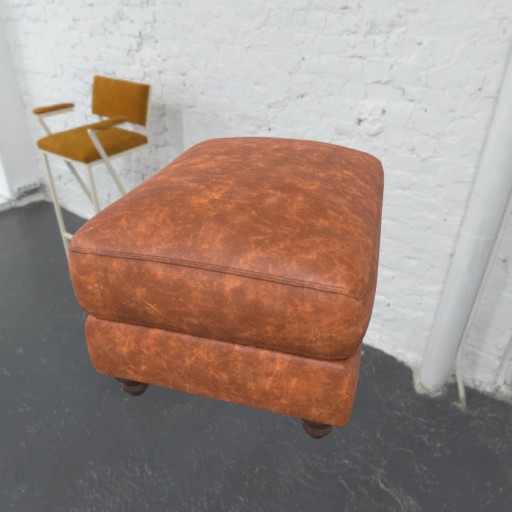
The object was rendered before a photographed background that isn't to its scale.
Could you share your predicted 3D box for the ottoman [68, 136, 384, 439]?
[{"bbox_3d":[0.000,0.000,1.262,0.657,0.562,0.832,8,31,13],"label":"ottoman"}]
